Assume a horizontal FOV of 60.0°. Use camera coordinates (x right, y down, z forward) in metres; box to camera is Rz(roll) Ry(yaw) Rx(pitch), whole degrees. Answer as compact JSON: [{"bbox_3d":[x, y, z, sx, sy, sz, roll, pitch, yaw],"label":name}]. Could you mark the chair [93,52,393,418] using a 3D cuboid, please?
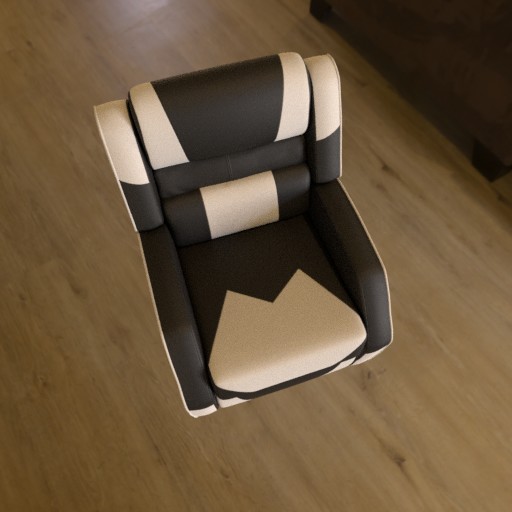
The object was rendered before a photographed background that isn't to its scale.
[{"bbox_3d":[0.000,0.000,1.271,0.620,0.805,0.672,-16,63,-8],"label":"chair"}]
